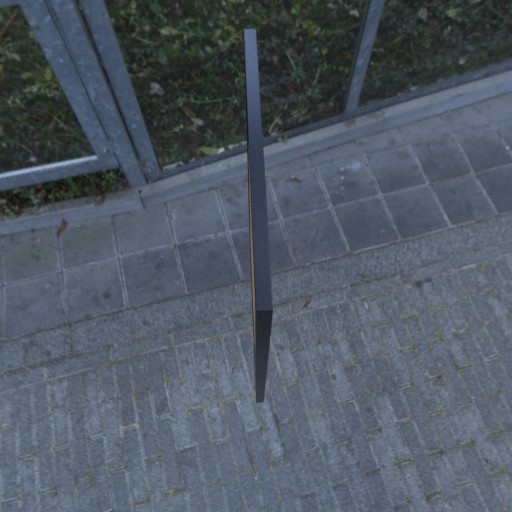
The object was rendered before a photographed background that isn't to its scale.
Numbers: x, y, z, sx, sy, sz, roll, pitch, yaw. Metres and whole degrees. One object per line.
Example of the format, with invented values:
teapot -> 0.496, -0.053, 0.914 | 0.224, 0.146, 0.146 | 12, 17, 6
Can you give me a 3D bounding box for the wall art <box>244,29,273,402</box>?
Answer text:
wall art -> 0.000, 0.000, 0.879 | 0.019, 0.656, 0.462 | -2, 63, -1
